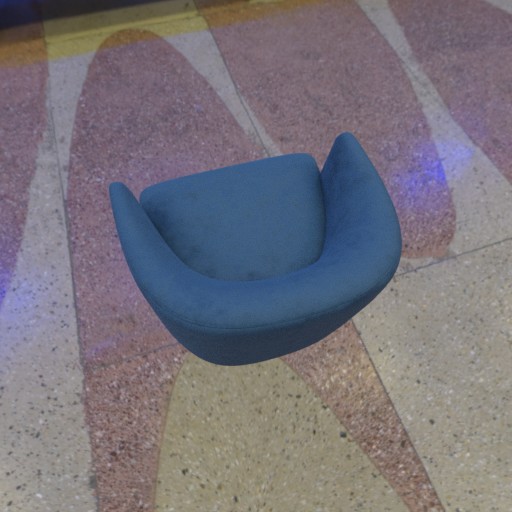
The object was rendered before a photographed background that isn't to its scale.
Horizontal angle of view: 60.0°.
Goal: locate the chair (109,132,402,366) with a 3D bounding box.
[{"bbox_3d":[0.000,0.000,1.433,0.773,0.698,0.767,-14,60,-9],"label":"chair"}]
